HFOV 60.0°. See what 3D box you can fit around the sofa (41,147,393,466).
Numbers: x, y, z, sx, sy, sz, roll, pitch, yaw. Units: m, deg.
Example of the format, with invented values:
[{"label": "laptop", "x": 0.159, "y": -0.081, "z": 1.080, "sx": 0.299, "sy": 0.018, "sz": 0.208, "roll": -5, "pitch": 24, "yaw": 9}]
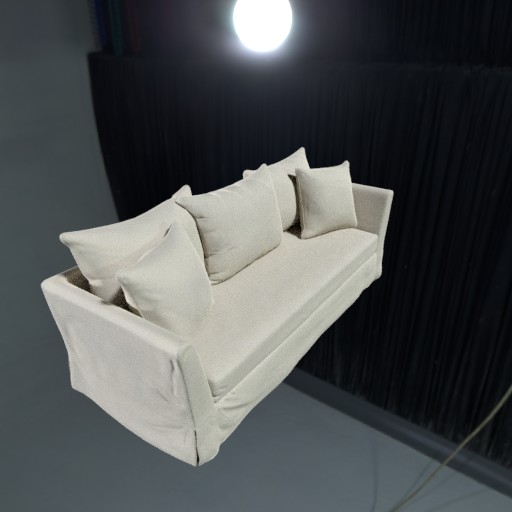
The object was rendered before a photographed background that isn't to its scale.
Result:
[{"label": "sofa", "x": 0.000, "y": 0.000, "z": 3.035, "sx": 1.046, "sy": 1.047, "sz": 2.499, "roll": 17, "pitch": 31, "yaw": 31}]
